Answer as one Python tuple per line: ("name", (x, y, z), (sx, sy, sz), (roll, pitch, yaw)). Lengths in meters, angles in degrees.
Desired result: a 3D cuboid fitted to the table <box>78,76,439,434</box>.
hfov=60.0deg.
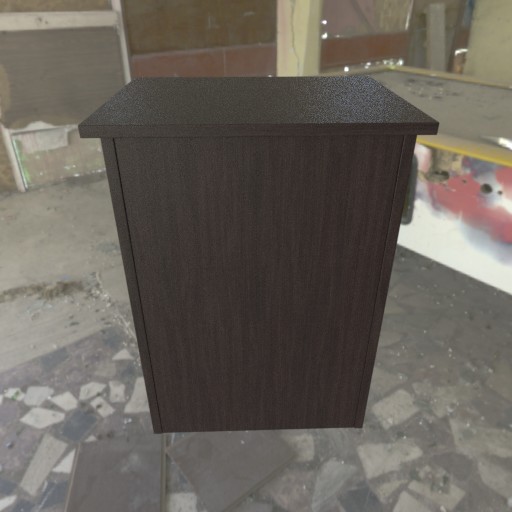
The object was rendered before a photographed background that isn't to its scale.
("table", (0.000, 0.000, 0.913), (0.480, 0.635, 0.381), (-1, 31, -2))
